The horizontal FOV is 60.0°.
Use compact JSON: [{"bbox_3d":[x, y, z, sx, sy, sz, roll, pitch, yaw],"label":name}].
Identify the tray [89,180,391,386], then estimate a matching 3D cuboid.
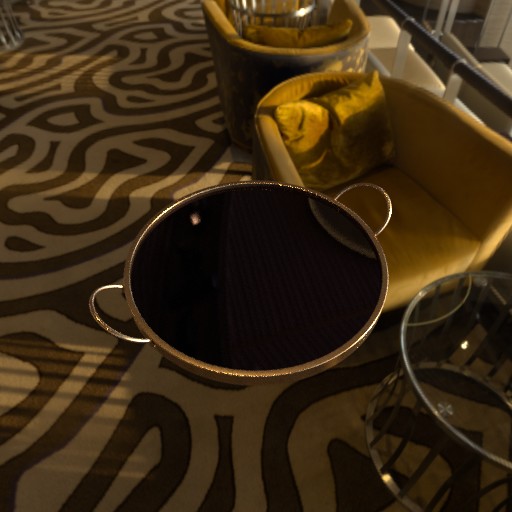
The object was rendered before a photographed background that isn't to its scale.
[{"bbox_3d":[0.000,0.000,0.744,0.543,0.069,0.438,-24,51,-21],"label":"tray"}]
